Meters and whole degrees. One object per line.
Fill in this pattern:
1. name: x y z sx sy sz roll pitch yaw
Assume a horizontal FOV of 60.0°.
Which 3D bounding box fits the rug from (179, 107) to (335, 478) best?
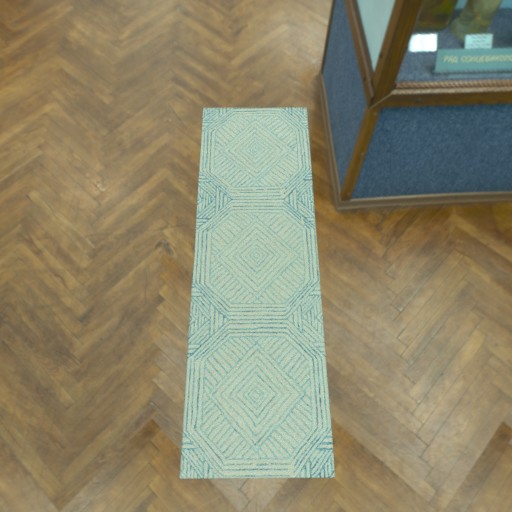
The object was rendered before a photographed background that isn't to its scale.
1. rug: 0.000 0.000 2.737 0.775 0.012 2.452 0 63 0
